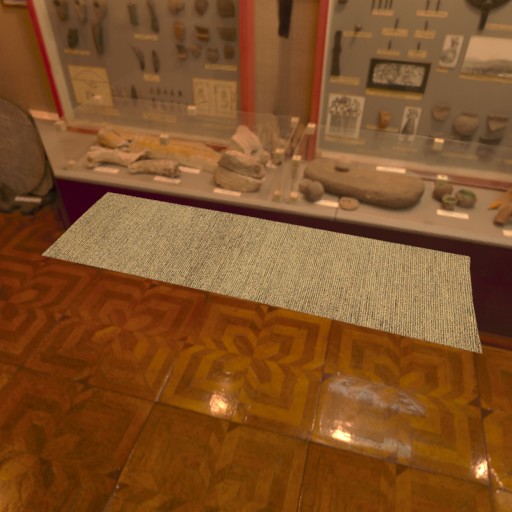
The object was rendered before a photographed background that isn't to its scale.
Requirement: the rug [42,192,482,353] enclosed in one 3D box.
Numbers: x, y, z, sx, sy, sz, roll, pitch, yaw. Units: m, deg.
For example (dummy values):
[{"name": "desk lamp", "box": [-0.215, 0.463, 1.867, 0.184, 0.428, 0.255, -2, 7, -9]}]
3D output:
[{"name": "rug", "box": [0.000, 0.000, 2.500, 2.335, 0.013, 0.697, 11, 42, 13]}]
